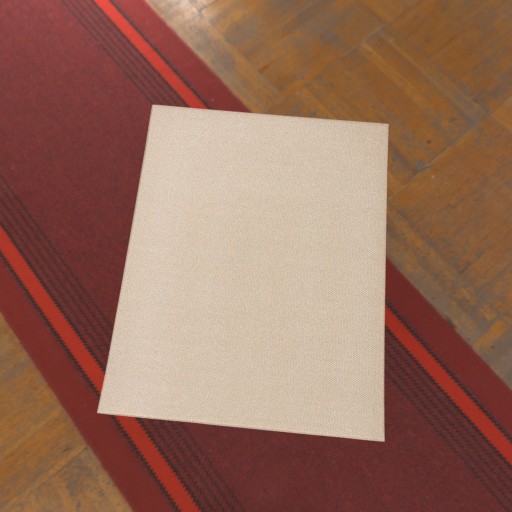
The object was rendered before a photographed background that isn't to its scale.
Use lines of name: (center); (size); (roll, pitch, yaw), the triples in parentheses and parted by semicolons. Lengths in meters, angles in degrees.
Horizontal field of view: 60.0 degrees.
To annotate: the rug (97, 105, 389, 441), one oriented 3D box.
rug: (0.000, 0.000, 4.169); (2.462, 0.018, 3.039); (5, 75, 1)
